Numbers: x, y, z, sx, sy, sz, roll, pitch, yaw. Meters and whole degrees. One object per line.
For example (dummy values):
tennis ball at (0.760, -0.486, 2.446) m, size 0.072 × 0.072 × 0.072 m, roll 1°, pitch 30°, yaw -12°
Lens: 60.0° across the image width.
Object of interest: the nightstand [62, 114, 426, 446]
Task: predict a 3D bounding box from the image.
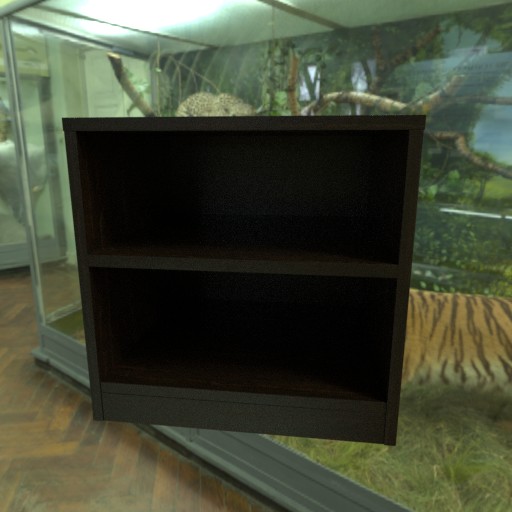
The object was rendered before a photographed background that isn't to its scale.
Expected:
nightstand at (0.000, 0.000, 0.849) m, size 0.489 × 0.487 × 0.427 m, roll 2°, pitch 14°, yaw 7°
